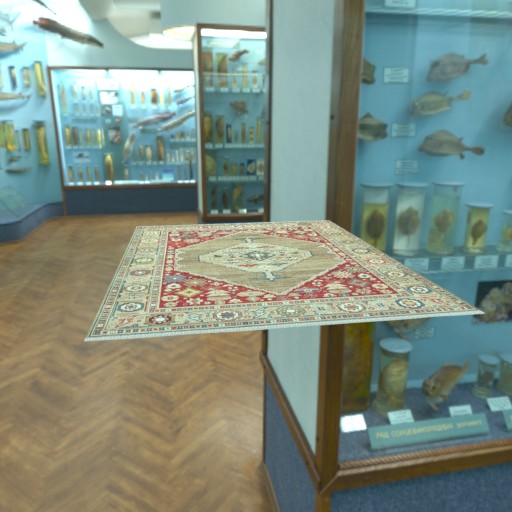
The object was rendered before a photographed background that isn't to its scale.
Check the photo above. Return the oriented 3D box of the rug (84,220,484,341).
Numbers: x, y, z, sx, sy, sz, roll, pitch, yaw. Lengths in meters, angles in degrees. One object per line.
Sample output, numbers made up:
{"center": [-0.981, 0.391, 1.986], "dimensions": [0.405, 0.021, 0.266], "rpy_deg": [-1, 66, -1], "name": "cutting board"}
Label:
{"center": [0.000, 0.000, 4.127], "dimensions": [2.451, 0.008, 3.143], "rpy_deg": [-3, 16, -9], "name": "rug"}
